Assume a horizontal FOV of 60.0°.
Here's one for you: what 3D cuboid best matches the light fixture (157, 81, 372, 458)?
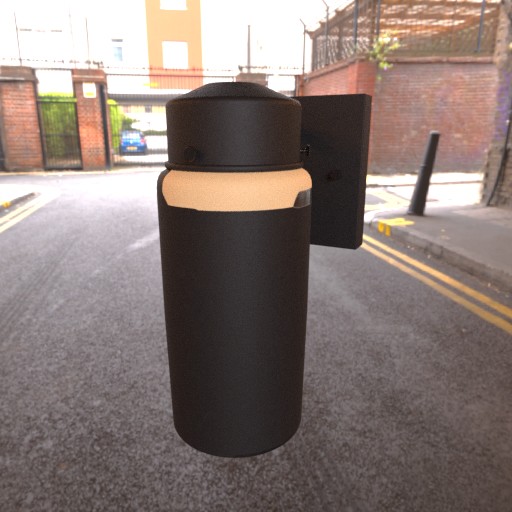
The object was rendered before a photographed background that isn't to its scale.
[{"bbox_3d":[0.000,0.000,0.363,0.130,0.257,0.176,8,17,27],"label":"light fixture"}]
